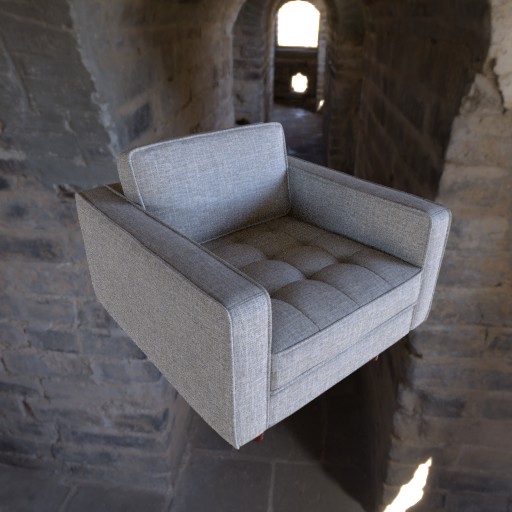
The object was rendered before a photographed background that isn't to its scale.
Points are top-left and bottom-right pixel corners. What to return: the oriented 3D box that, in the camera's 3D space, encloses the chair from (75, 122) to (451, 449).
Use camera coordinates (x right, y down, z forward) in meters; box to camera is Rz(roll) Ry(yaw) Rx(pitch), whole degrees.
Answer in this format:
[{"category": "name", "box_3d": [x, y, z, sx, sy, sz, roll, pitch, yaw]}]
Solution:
[{"category": "chair", "box_3d": [0.000, 0.000, 1.529, 0.889, 0.765, 0.914, -22, 35, -34]}]
